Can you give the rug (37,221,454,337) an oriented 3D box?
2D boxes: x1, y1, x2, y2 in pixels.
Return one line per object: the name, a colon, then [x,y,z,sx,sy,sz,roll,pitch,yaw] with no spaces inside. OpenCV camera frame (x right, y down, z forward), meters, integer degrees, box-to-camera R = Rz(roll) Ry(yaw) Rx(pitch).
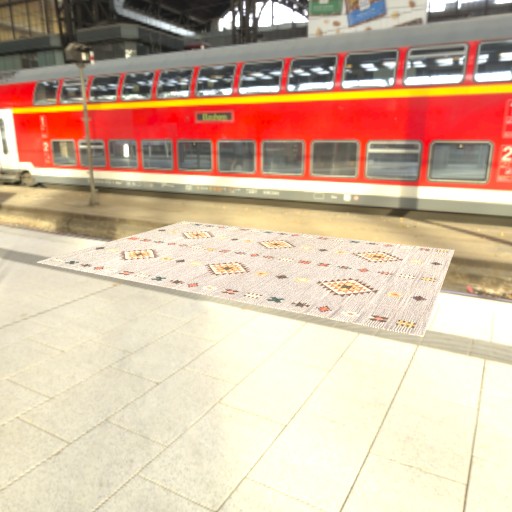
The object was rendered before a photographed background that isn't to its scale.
rug: [0.000,0.000,2.315,1.818,0.005,1.217,8,17,27]
